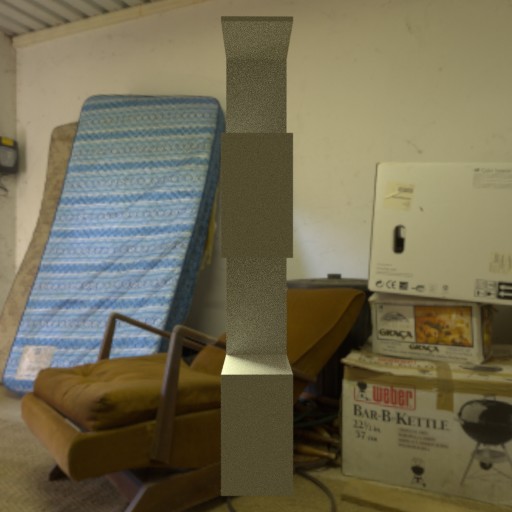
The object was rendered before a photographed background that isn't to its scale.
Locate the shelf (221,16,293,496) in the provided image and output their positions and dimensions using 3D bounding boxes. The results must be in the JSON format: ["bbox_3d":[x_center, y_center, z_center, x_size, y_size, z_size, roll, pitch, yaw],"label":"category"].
[{"bbox_3d":[0.000,0.000,1.970,0.250,1.650,0.890,0,0,0],"label":"shelf"}]
